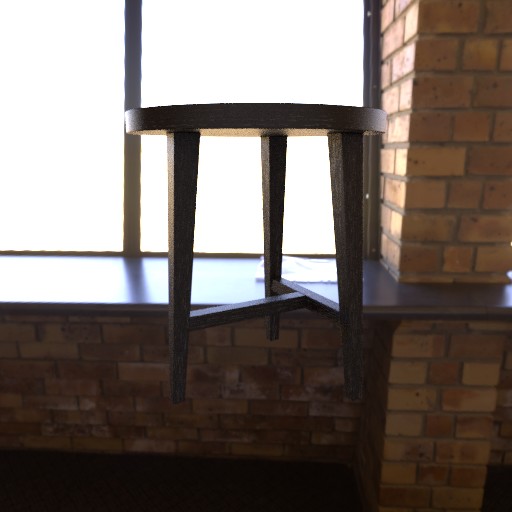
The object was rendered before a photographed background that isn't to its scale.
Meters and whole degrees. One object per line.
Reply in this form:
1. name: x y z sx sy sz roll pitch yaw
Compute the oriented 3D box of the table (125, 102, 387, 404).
1. table: 0.000 0.000 0.756 0.399 0.460 0.399 0 14 0
